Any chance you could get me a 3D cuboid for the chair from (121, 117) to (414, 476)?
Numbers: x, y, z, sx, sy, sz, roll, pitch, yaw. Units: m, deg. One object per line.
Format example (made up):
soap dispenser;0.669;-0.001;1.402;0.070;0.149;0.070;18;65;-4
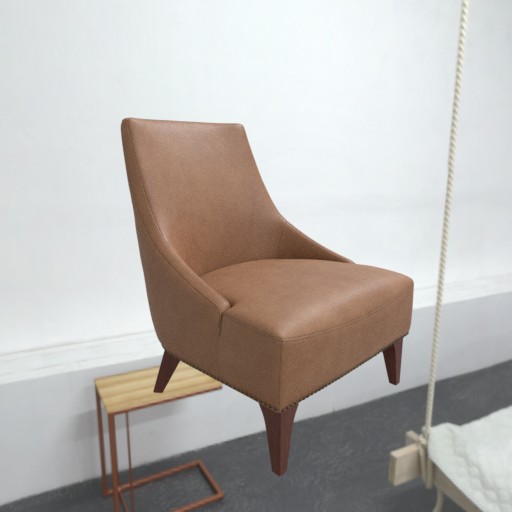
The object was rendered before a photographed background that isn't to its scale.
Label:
chair;0.000;0.000;1.500;0.861;0.909;0.701;13;18;43
